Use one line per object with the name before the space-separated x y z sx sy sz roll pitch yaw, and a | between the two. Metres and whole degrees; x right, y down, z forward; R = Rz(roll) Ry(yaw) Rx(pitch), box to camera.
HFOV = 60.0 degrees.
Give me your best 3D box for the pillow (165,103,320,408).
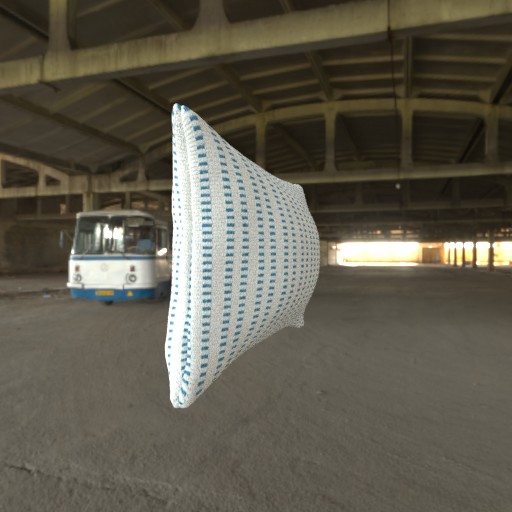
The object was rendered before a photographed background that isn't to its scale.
pillow | 0.000 0.000 0.808 0.210 0.353 0.640 0 0 18
